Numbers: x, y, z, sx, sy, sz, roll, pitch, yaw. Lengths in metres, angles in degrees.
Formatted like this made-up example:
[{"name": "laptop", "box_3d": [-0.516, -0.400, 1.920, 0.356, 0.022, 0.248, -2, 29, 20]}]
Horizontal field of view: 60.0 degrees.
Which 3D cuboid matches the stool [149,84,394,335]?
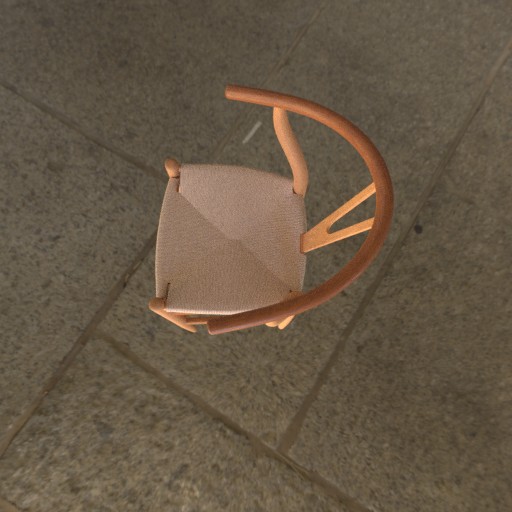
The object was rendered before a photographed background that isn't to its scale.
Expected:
[{"name": "stool", "box_3d": [0.000, 0.000, 1.408, 0.561, 1.068, 0.574, 3, 76, 1]}]
